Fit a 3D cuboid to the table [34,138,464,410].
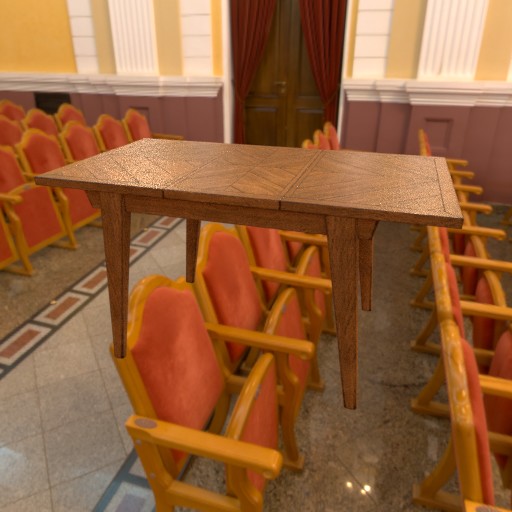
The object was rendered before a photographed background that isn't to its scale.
[{"bbox_3d":[0.000,0.000,1.858,1.400,0.760,0.757,8,26,16],"label":"table"}]
